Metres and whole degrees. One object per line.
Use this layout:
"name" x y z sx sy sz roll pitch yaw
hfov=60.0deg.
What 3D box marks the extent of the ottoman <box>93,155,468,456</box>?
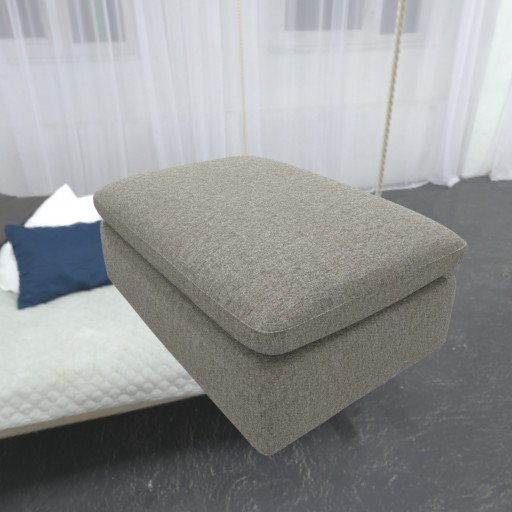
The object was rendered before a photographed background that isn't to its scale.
"ottoman" 0.000 0.000 1.347 0.694 0.451 0.977 -19 33 -32
